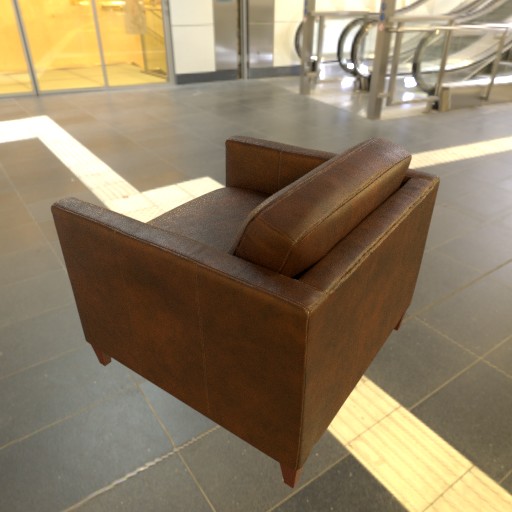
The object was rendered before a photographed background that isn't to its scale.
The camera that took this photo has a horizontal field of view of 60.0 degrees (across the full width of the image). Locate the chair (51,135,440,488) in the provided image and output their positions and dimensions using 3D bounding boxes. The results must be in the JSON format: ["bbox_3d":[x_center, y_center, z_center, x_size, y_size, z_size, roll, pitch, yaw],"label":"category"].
[{"bbox_3d":[0.000,0.000,1.660,0.975,0.864,0.990,20,36,30],"label":"chair"}]
